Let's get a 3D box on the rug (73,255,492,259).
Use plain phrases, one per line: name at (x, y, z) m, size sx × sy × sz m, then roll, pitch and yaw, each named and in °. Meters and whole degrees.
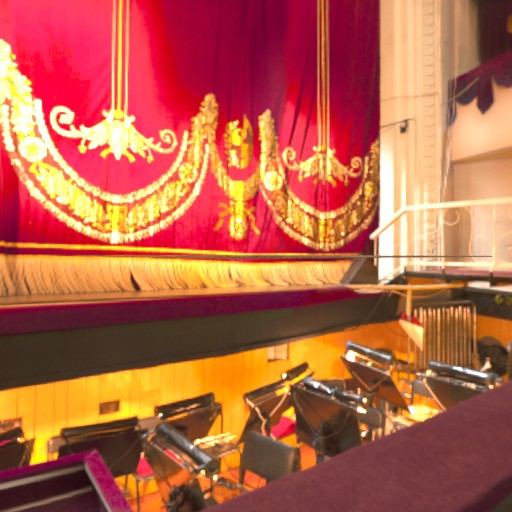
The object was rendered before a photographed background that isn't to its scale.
rug at (0.000, 0.000, 4.004) m, size 2.440 × 0.008 × 3.036 m, roll 0°, pitch 0°, yaw -36°
